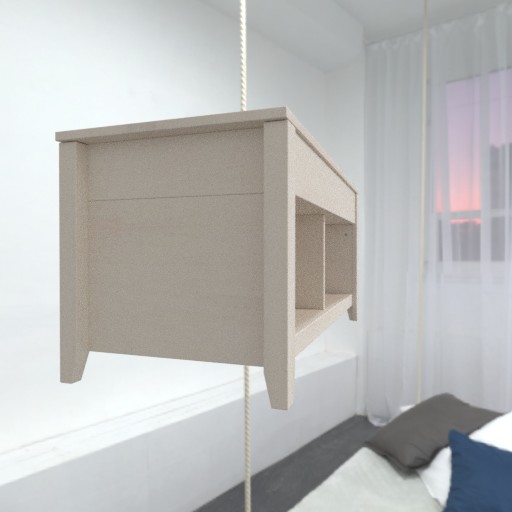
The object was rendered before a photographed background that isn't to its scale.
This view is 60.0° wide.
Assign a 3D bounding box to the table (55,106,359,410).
[{"bbox_3d":[0.000,0.000,1.252,0.457,0.483,1.016,0,1,19],"label":"table"}]
